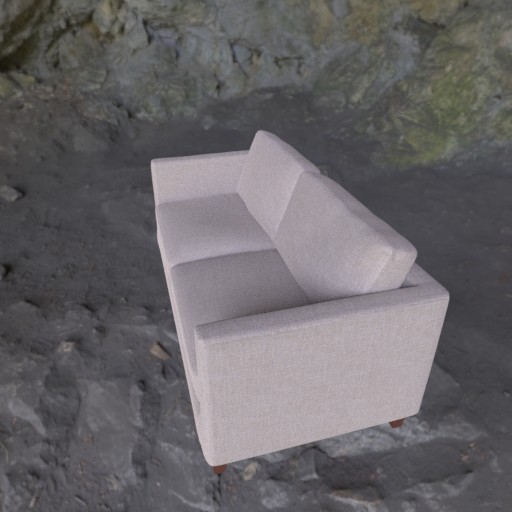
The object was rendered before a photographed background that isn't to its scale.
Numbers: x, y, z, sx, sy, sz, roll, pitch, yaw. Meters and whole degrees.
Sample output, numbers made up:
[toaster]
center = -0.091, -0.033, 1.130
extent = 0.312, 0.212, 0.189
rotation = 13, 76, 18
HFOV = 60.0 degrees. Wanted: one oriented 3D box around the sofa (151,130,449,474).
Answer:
[sofa]
center = 0.000, 0.000, 2.381
extent = 0.951, 0.947, 1.884
rotation = -8, 31, -14
